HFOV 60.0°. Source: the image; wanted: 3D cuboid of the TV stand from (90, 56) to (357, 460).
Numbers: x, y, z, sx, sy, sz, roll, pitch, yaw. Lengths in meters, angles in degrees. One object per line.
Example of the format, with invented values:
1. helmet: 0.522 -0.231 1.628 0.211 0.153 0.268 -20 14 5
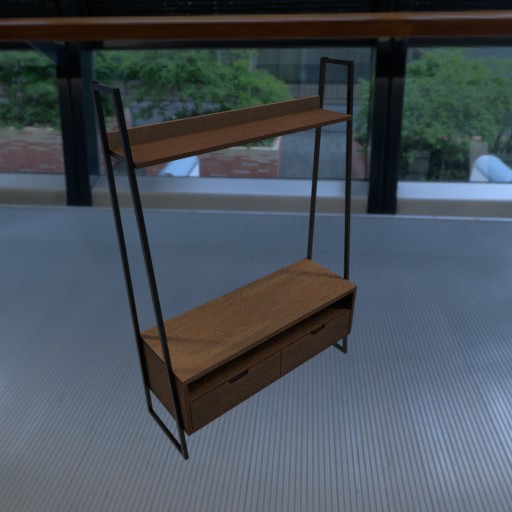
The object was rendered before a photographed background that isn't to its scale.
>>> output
1. TV stand: 0.000 0.000 2.282 1.250 1.772 0.432 -23 37 -33
